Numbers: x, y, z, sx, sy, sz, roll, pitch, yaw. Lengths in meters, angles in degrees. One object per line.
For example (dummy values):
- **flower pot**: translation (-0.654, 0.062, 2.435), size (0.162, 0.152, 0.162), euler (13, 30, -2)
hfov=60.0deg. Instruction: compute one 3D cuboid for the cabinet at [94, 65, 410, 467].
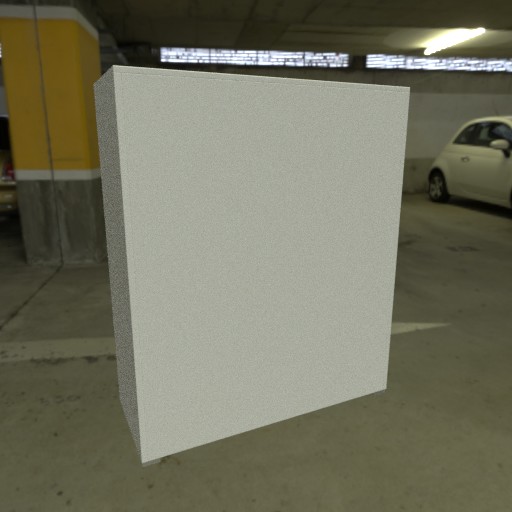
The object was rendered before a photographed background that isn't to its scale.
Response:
- **cabinet**: translation (0.000, 0.000, 1.649), size (1.000, 1.190, 0.400), euler (-7, 16, -25)
